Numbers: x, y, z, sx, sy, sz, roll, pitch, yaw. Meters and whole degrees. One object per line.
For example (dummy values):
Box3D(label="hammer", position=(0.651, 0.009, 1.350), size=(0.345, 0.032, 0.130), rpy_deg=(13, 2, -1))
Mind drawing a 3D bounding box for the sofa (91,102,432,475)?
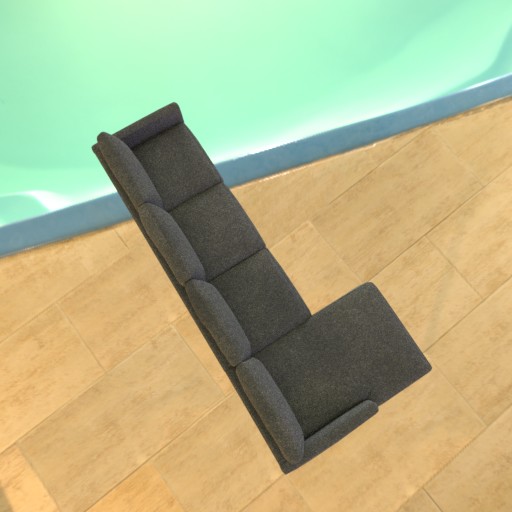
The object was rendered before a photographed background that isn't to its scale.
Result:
Box3D(label="sofa", position=(0.000, 0.000, 3.541), size=(1.350, 0.810, 2.932), rpy_deg=(-31, 78, -8))
